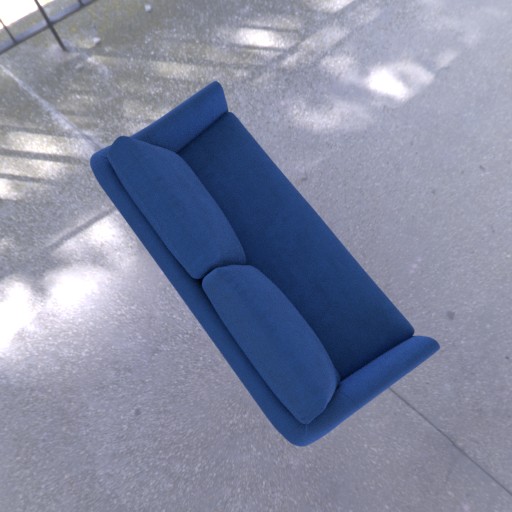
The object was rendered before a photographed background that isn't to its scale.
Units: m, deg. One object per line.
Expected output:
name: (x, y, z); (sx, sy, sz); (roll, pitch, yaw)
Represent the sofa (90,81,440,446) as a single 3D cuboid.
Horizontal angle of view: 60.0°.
sofa: (0.000, 0.000, 2.596); (0.960, 0.903, 2.036); (-36, 78, -9)
